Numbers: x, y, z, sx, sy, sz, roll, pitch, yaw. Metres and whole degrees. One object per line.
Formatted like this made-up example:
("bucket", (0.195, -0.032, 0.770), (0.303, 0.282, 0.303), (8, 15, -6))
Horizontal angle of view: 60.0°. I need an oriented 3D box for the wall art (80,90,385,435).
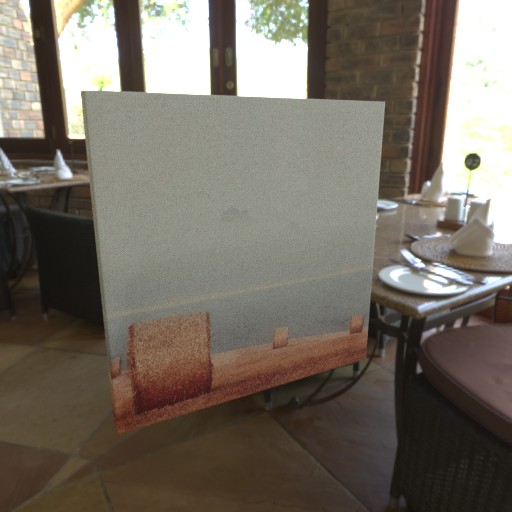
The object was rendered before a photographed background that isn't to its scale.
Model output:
("wall art", (0.000, 0.000, 0.600), (0.405, 0.405, 0.023), (-8, 18, -27))
